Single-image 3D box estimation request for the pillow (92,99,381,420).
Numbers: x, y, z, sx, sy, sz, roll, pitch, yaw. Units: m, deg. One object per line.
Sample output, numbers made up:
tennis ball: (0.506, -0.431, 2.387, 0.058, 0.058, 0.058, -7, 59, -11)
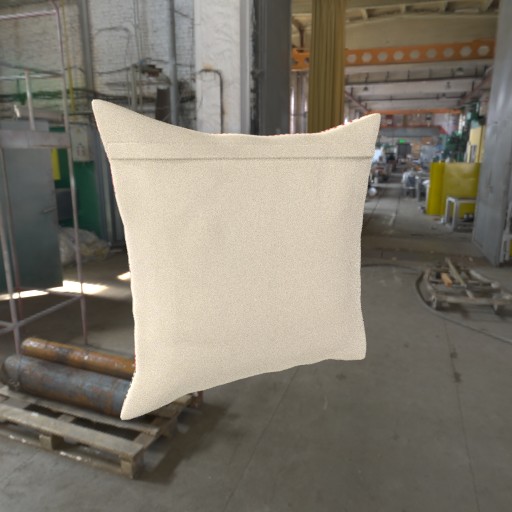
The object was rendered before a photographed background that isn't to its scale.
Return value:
pillow: (0.000, 0.000, 0.711, 0.463, 0.454, 0.160, -7, 15, -26)
